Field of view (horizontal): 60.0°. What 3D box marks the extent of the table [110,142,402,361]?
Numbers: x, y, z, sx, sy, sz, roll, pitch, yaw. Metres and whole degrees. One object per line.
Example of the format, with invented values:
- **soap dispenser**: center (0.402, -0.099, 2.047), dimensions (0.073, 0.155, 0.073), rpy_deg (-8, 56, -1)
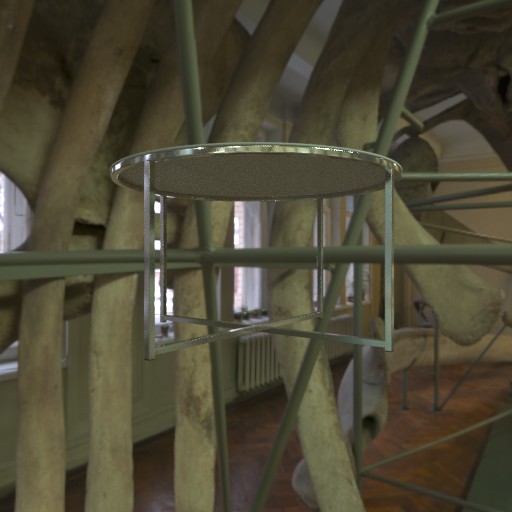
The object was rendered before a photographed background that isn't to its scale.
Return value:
- **table**: center (0.000, 0.000, 1.276), dimensions (0.800, 0.450, 0.800), rpy_deg (0, 0, 0)
